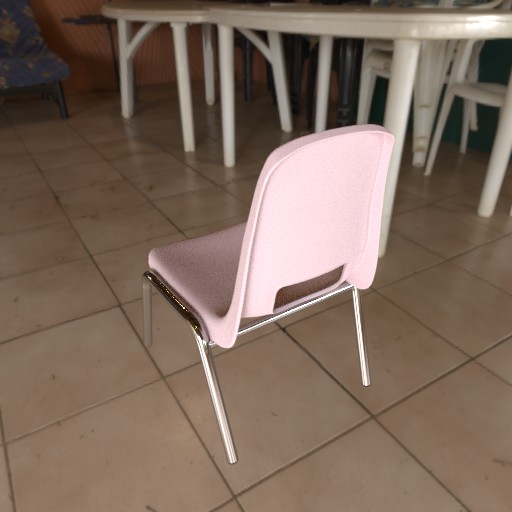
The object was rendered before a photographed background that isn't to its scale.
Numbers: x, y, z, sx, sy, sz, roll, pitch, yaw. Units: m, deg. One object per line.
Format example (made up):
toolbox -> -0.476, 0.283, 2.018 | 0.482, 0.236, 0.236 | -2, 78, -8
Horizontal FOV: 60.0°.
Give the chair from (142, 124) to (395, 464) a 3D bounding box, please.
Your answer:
chair -> 0.000, 0.000, 0.800 | 0.354, 0.536, 0.385 | -18, 35, -28
